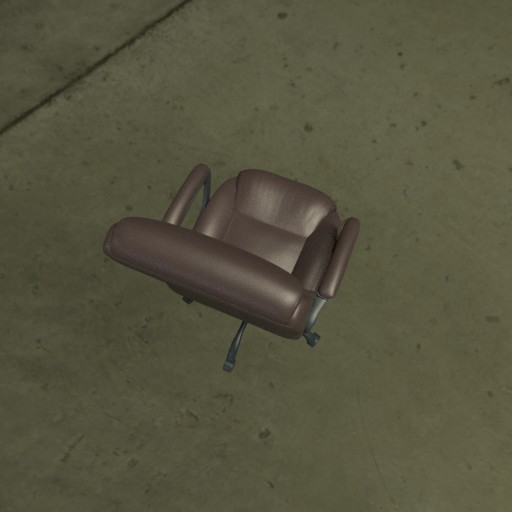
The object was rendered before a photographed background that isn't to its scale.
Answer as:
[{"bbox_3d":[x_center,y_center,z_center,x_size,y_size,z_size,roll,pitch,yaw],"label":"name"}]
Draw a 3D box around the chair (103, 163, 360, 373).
[{"bbox_3d":[0.000,0.000,1.472,0.615,1.072,0.655,21,67,9],"label":"chair"}]
